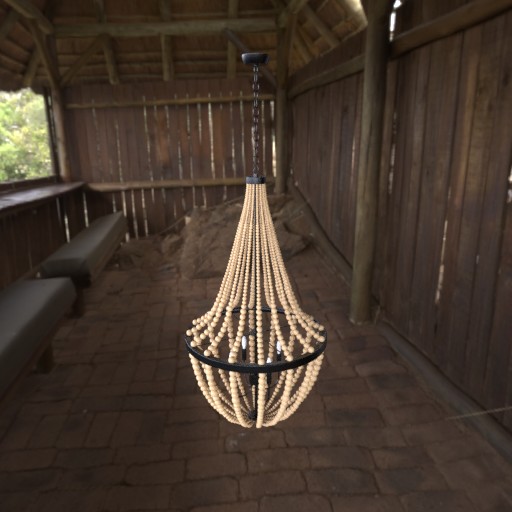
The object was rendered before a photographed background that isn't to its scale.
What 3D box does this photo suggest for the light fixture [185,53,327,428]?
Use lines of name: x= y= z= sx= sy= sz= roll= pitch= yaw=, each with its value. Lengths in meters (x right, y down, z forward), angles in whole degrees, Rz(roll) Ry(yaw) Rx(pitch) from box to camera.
light fixture: x=0.000 y=0.000 z=1.356 sx=0.450 sy=1.133 sz=0.450 roll=0 pitch=15 yaw=0
